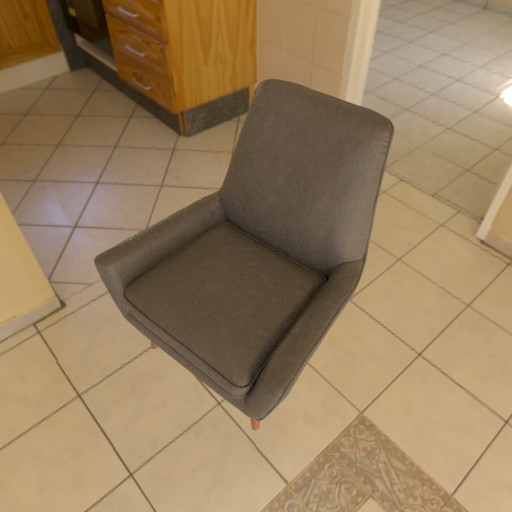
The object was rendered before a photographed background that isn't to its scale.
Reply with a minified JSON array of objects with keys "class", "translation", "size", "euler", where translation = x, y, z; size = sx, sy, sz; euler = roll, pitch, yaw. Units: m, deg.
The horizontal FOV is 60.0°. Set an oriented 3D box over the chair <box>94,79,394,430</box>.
[{"class":"chair","translation":[0.000,0.000,1.545],"size":[0.787,0.888,0.822],"euler":[30,54,25]}]
